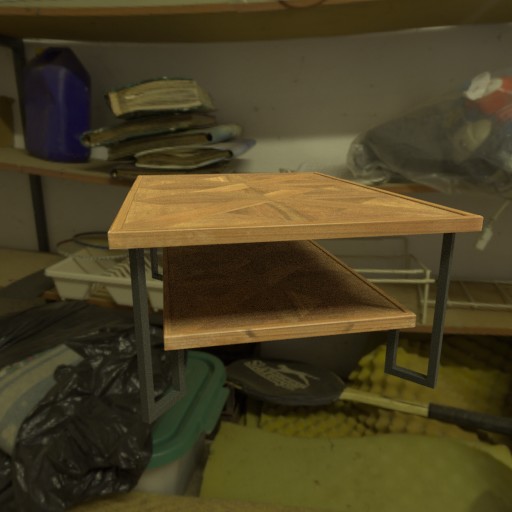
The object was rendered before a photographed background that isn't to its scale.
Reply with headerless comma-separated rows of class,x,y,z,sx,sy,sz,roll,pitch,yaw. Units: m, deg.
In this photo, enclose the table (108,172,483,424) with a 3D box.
table,0.000,0.000,1.640,0.877,0.492,1.238,-3,16,-11
